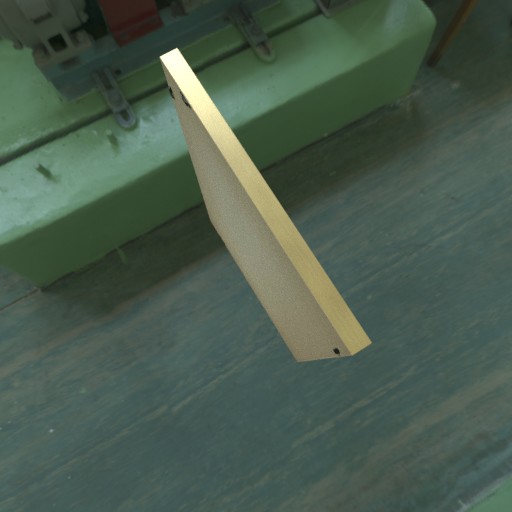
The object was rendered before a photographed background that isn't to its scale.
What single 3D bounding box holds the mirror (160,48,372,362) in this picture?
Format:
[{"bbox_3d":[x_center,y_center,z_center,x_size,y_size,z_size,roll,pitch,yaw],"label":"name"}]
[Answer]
[{"bbox_3d":[0.000,0.000,1.173,0.041,0.915,0.609,-31,78,-7],"label":"mirror"}]
